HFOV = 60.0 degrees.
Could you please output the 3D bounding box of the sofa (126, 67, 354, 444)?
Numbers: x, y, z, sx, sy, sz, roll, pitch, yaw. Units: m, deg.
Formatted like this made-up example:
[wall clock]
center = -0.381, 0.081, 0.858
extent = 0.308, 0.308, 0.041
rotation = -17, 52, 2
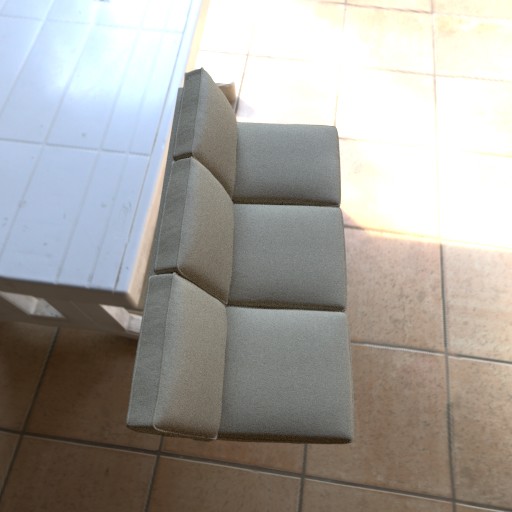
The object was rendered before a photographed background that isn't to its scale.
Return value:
[sofa]
center = 0.000, 0.000, 2.508
extent = 1.027, 0.973, 1.962
rotation = 2, 64, 1
